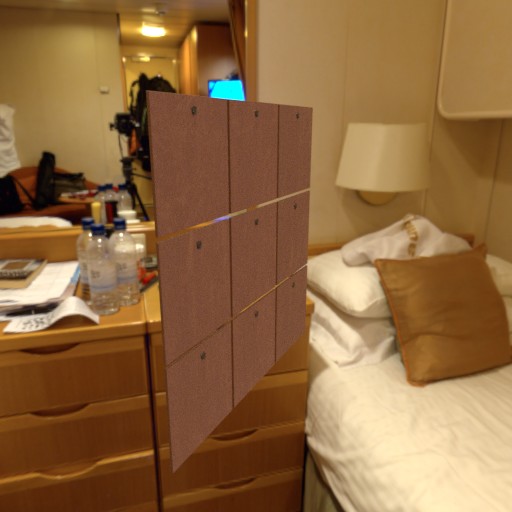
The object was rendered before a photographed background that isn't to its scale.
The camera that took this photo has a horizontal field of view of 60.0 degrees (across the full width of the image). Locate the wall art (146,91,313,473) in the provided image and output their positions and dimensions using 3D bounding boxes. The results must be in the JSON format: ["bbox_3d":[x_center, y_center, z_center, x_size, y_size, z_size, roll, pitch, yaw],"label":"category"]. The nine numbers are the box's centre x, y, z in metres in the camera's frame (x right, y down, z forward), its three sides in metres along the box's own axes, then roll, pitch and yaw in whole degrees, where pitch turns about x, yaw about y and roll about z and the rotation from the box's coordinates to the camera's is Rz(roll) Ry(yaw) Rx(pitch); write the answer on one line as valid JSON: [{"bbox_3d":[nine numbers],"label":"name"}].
[{"bbox_3d":[0.000,0.000,2.313,0.023,1.522,1.526,8,18,26],"label":"wall art"}]
